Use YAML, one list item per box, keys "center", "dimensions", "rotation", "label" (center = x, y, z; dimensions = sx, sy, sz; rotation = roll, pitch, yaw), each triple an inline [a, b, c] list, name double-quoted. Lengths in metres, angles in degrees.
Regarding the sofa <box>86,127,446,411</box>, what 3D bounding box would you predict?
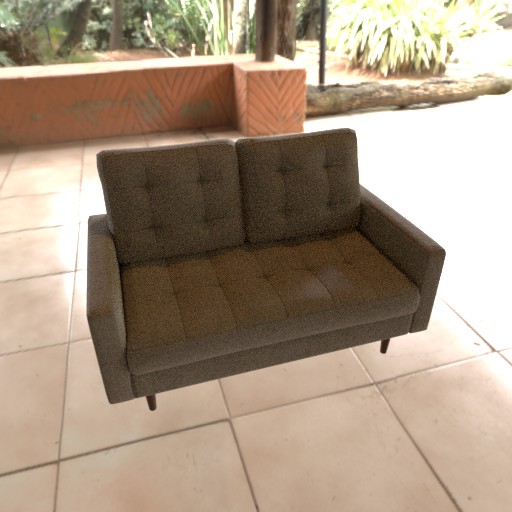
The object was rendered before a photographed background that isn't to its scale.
- center: [0.000, 0.000, 1.989]
  dimensions: [1.407, 0.907, 0.842]
  rotation: [-10, 33, -15]
  label: "sofa"
